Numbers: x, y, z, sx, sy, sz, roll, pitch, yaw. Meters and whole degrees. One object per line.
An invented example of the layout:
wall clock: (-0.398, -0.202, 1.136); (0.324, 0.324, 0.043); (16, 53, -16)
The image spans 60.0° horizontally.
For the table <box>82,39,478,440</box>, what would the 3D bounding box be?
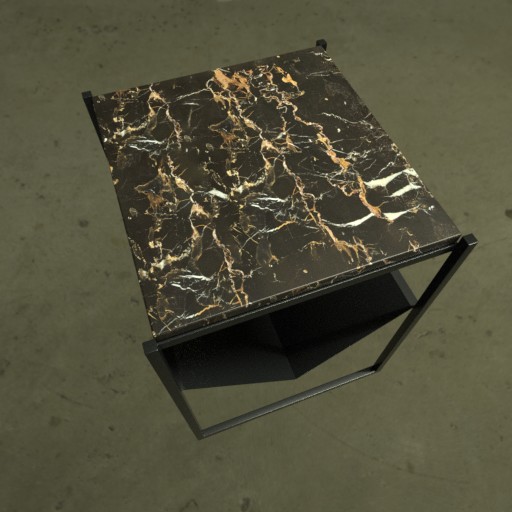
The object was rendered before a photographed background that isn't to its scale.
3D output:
table: (0.000, 0.000, 0.866); (0.432, 0.534, 0.469); (-17, 60, -11)
